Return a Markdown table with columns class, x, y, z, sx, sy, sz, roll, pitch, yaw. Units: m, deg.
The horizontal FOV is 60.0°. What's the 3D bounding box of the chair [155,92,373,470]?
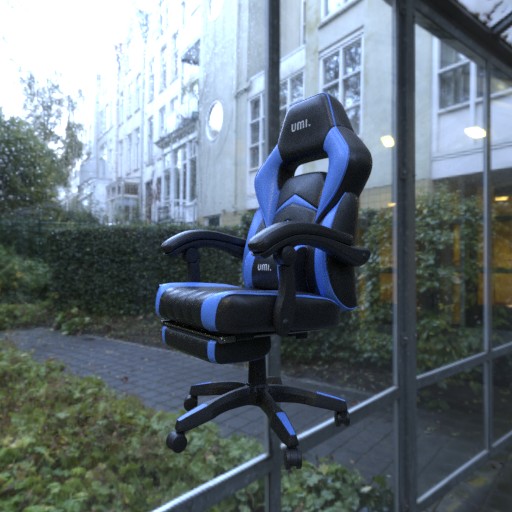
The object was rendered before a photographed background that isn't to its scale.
| class | x | y | z | sx | sy | sz | roll | pitch | yaw |
| --- | --- | --- | --- | --- | --- | --- | --- | --- | --- |
| chair | 0.000 | 0.000 | 1.645 | 0.700 | 1.280 | 0.700 | 0 | 0 | -37 |
